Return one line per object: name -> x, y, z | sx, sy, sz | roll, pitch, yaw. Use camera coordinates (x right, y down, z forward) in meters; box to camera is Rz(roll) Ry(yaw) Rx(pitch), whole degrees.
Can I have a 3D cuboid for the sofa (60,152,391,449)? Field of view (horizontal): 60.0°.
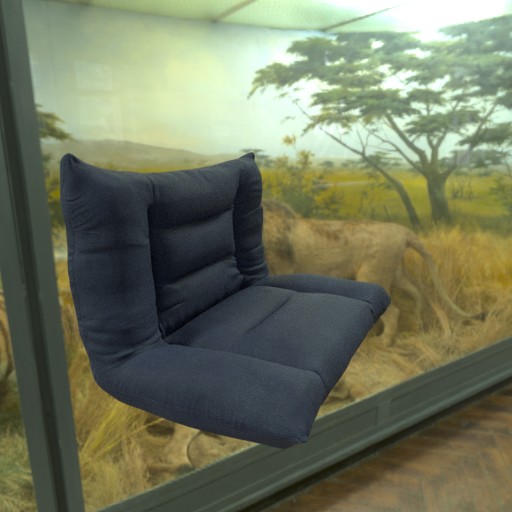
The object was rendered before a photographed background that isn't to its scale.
sofa -> 0.000, 0.000, 1.664 | 0.849, 0.778, 1.122 | 8, 17, 26
